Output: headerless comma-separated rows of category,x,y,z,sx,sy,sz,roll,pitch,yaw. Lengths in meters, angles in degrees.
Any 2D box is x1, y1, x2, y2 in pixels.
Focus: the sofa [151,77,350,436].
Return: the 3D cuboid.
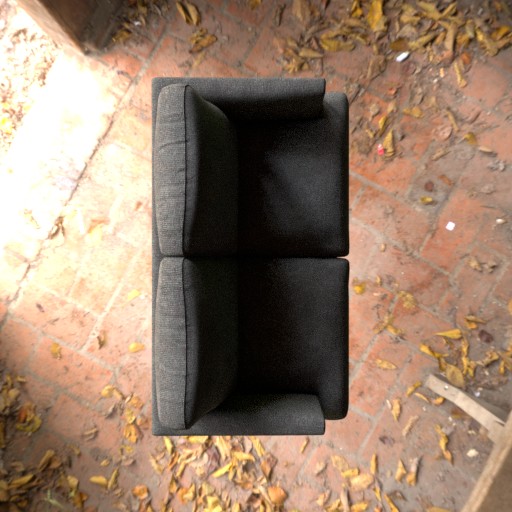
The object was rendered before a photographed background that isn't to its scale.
sofa,0.000,0.000,2.115,0.903,0.956,1.582,0,90,0
